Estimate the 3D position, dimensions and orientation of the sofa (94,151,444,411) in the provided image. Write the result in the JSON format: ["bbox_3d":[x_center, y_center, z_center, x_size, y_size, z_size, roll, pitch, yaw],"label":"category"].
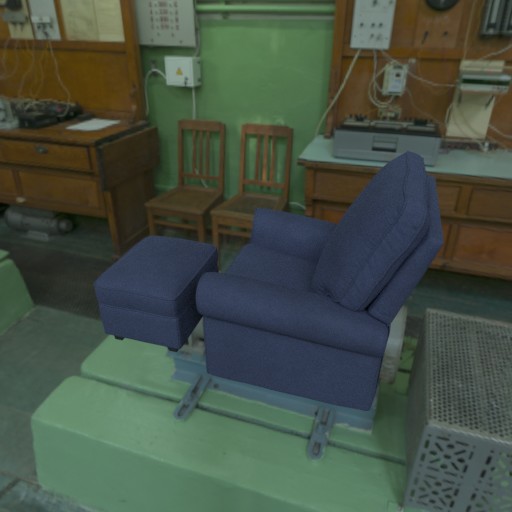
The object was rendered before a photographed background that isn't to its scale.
[{"bbox_3d":[0.000,0.000,2.071,1.478,0.959,0.880,9,30,15],"label":"sofa"}]
